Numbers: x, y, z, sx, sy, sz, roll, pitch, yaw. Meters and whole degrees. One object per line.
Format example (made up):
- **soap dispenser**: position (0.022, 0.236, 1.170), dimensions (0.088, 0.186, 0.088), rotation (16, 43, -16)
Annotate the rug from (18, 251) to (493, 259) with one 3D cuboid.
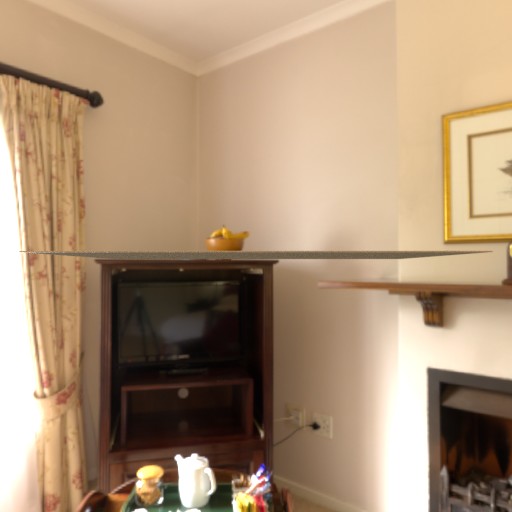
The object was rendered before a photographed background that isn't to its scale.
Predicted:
- **rug**: position (0.000, 0.000, 3.022), dimensions (2.438, 0.008, 1.523), rotation (0, -2, 1)
